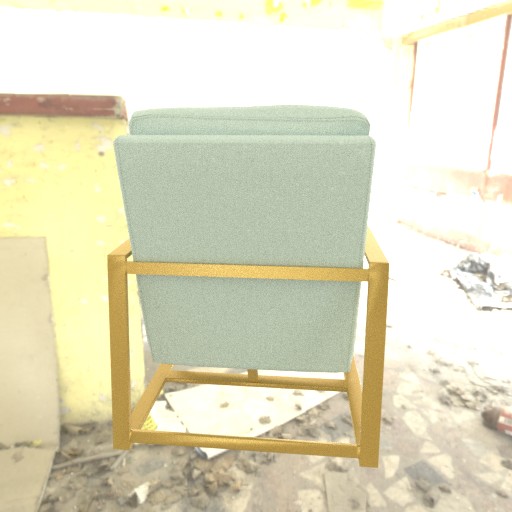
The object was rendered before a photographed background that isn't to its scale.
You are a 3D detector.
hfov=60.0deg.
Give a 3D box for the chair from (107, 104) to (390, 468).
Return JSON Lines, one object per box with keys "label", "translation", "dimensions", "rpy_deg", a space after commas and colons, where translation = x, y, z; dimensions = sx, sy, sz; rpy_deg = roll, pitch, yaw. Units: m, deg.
{"label": "chair", "translation": [0.000, 0.000, 1.507], "dimensions": [0.758, 0.956, 0.813], "rpy_deg": [2, 16, 6]}
